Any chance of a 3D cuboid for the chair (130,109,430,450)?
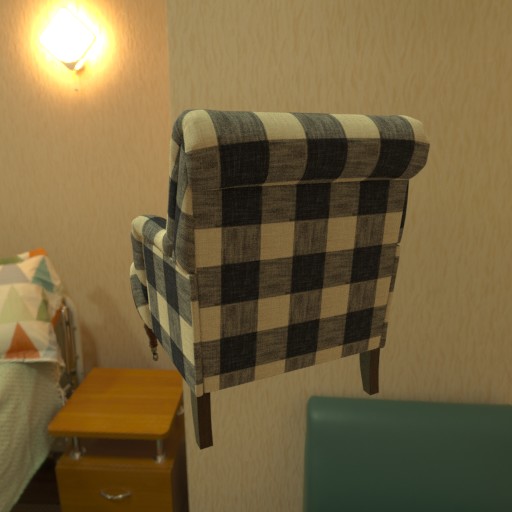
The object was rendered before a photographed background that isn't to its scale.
[{"bbox_3d":[0.000,0.000,1.599,0.781,0.953,0.848,-7,16,-26],"label":"chair"}]
